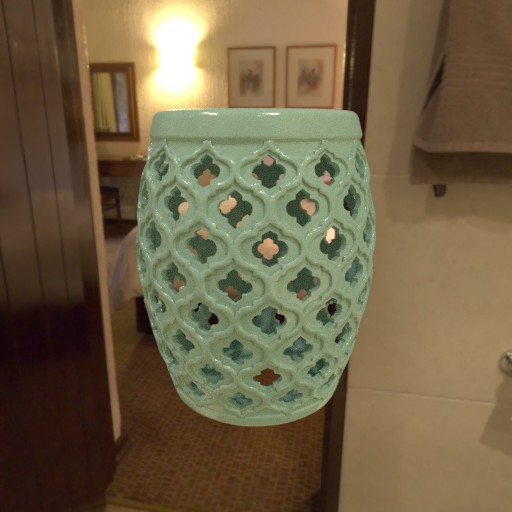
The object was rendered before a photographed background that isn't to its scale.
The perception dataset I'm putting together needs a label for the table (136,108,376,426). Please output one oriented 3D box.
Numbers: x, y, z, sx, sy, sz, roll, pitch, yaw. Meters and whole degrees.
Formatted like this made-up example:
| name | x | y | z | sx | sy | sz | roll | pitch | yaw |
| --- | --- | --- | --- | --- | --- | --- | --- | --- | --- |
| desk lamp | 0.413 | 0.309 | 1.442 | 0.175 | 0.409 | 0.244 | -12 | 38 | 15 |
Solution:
| name | x | y | z | sx | sy | sz | roll | pitch | yaw |
| --- | --- | --- | --- | --- | --- | --- | --- | --- | --- |
| table | 0.000 | 0.000 | 0.628 | 0.325 | 0.388 | 0.325 | 0 | 16 | 0 |
